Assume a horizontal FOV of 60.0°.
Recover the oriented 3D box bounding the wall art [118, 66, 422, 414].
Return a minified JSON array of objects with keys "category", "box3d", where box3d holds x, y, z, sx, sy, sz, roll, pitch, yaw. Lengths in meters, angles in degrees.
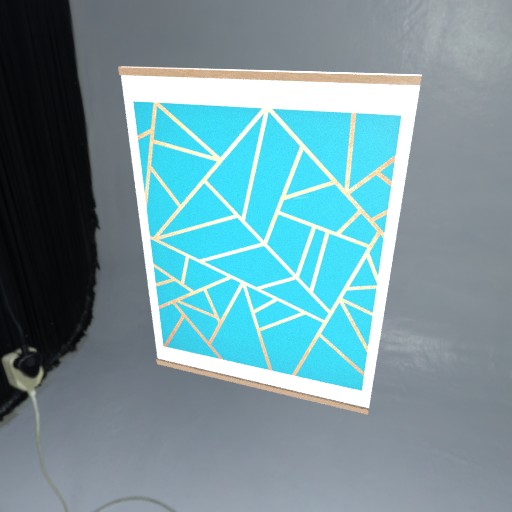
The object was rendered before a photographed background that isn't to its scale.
[{"category":"wall art","box3d":[0.000,0.000,0.786,0.459,0.608,0.012,9,28,16]}]
